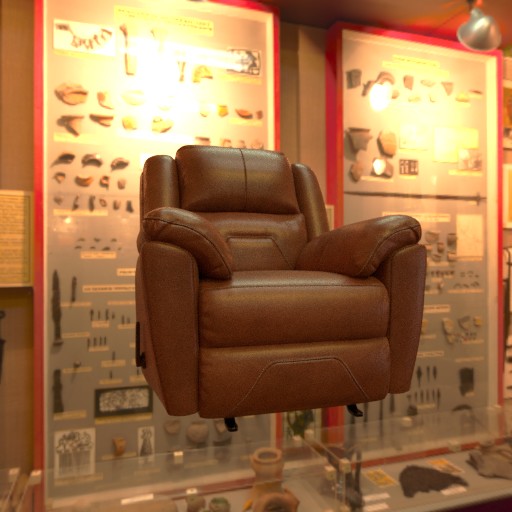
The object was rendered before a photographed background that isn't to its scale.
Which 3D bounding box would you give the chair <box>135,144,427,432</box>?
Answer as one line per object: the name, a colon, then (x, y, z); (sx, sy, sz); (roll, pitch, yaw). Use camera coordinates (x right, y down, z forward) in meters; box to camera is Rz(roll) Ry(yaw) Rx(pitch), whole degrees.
chair: (0.000, 0.000, 1.863); (0.990, 1.093, 1.041); (0, 0, -17)
